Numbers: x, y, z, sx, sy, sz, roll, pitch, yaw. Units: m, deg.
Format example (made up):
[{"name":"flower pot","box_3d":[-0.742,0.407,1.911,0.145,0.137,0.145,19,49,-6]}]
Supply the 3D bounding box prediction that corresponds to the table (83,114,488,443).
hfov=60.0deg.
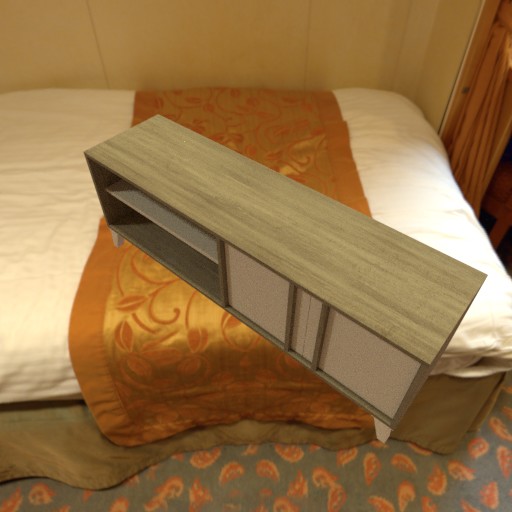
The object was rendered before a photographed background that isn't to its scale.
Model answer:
[{"name":"table","box_3d":[0.000,0.000,1.760,1.500,0.530,0.400,31,54,27]}]
